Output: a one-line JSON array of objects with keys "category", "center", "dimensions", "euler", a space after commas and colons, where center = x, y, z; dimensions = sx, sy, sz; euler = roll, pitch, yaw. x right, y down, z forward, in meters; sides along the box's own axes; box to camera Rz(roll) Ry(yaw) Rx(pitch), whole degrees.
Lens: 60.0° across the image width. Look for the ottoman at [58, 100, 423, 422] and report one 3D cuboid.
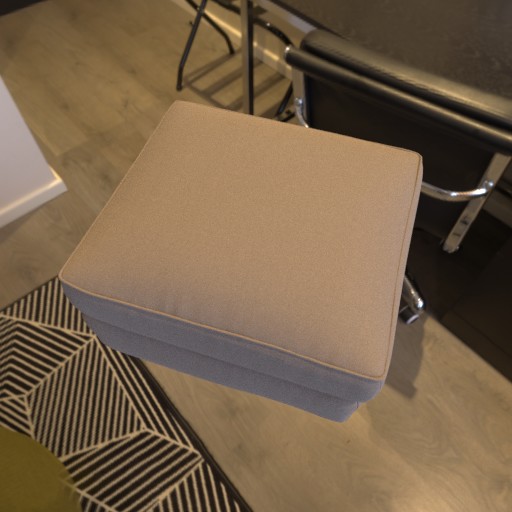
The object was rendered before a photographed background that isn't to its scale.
[{"category": "ottoman", "center": [0.000, 0.000, 1.178], "dimensions": [0.721, 0.505, 0.662], "euler": [15, 58, 10]}]
